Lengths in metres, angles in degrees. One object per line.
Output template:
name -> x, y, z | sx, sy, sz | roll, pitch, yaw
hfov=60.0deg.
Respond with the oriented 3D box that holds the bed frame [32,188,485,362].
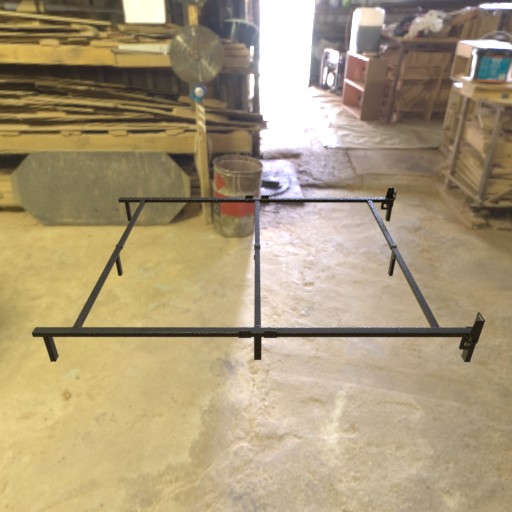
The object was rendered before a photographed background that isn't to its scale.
bed frame -> 0.000, 0.000, 2.624 | 1.990, 0.248, 1.498 | 0, 31, 0
